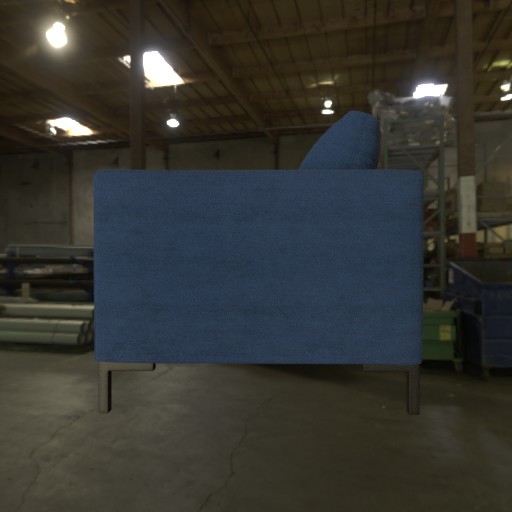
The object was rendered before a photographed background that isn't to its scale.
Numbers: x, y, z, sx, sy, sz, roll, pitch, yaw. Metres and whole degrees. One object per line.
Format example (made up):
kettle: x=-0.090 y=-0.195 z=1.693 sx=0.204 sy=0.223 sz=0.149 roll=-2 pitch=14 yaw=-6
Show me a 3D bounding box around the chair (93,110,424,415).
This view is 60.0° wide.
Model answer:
chair: x=0.000 y=0.000 z=1.589 sx=0.875 sy=0.812 sz=0.964 roll=0 pitch=0 yaw=1
